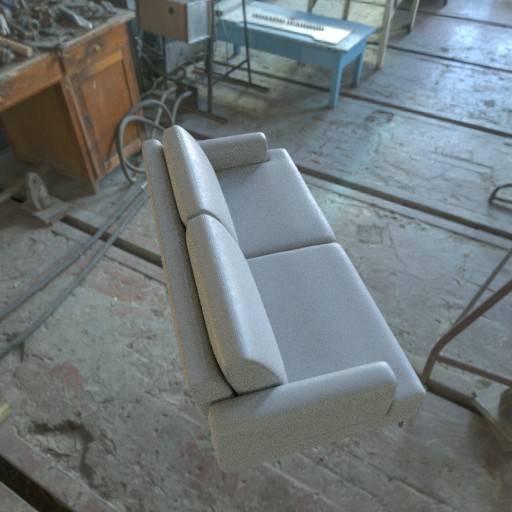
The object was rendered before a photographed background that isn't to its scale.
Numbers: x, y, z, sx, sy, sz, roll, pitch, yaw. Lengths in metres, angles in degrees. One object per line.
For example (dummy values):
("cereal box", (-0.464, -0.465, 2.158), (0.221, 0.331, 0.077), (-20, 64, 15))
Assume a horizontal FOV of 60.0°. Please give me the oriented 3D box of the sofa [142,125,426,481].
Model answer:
("sofa", (0.000, 0.000, 2.392), (0.974, 0.765, 1.940), (-12, 48, -11))
